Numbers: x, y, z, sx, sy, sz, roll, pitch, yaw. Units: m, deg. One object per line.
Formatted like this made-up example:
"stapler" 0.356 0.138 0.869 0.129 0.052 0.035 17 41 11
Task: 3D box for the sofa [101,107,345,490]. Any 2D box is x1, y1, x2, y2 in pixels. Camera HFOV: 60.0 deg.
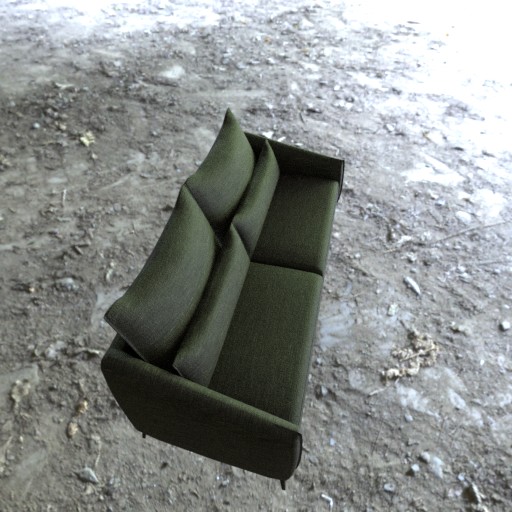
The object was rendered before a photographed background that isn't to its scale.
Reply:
"sofa" 0.000 0.000 2.409 0.807 0.843 2.019 9 45 9
